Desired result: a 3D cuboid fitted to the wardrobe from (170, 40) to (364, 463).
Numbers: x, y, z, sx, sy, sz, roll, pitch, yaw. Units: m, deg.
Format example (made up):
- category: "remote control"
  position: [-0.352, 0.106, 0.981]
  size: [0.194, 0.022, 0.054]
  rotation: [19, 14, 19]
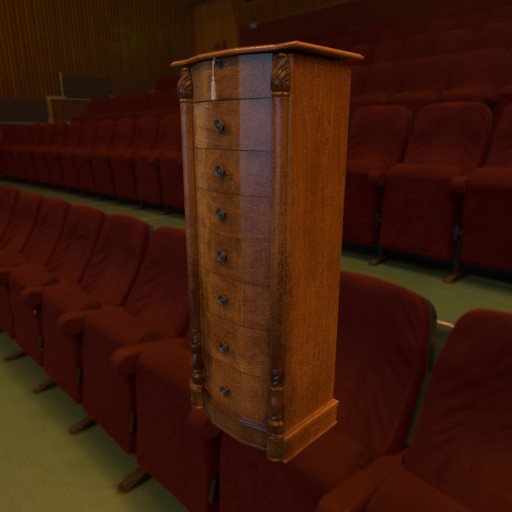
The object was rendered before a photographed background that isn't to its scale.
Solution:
- category: "wardrobe"
  position: [0.000, 0.000, 1.161]
  size: [0.406, 0.959, 0.273]
  rotation: [15, 22, 42]
